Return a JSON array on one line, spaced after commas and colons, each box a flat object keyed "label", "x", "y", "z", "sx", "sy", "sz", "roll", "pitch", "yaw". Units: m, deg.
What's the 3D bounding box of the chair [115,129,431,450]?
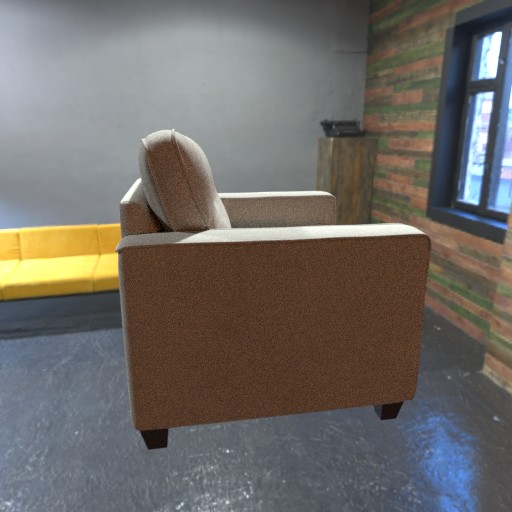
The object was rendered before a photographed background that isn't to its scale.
[{"label": "chair", "x": 0.000, "y": 0.000, "z": 1.755, "sx": 0.939, "sy": 0.965, "sz": 1.015, "roll": -3, "pitch": 16, "yaw": -10}]
